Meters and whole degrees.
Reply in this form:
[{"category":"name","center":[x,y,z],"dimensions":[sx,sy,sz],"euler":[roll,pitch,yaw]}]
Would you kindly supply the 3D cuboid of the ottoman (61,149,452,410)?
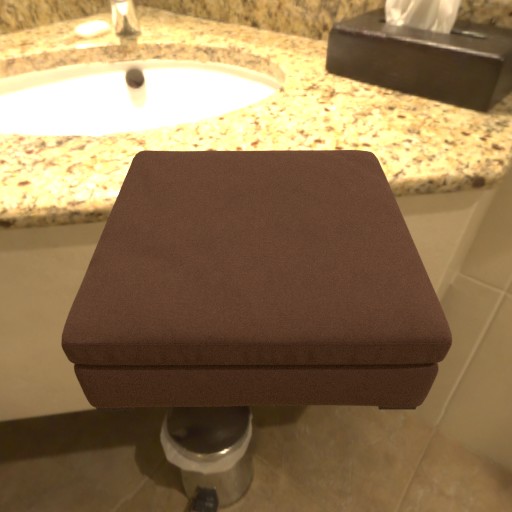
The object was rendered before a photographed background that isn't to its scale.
[{"category":"ottoman","center":[0.000,0.000,1.836],"dimensions":[1.181,0.470,1.181],"euler":[0,41,0]}]
